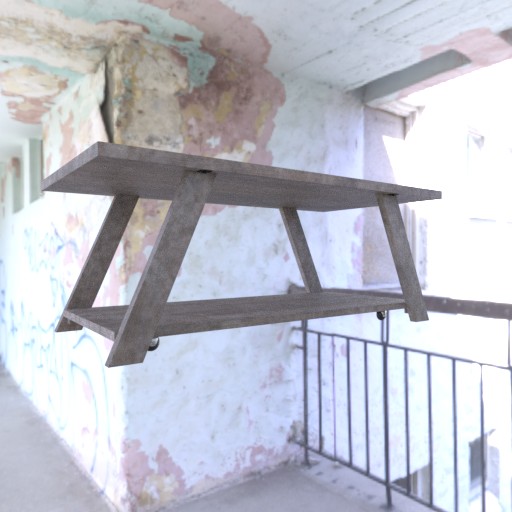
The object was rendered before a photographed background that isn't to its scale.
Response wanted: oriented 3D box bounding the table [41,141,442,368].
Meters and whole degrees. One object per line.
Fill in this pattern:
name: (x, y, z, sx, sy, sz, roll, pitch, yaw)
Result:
table: (0.000, 0.000, 1.497, 1.219, 0.470, 0.610, 0, 0, -36)
